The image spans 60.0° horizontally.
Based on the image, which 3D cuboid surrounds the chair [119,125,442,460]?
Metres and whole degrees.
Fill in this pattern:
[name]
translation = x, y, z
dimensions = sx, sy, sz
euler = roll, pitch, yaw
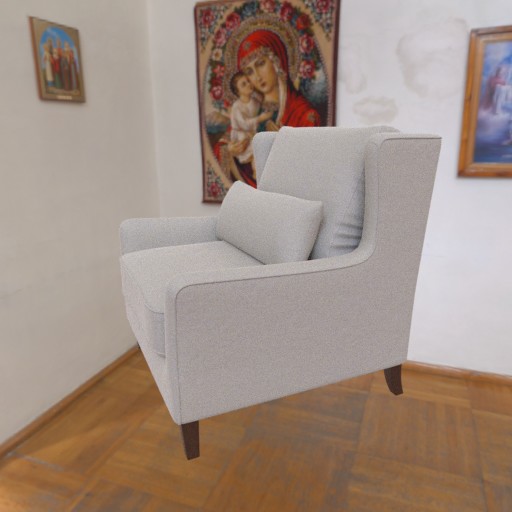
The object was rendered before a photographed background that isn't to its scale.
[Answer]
[chair]
translation = 0.000, 0.000, 1.868
dimensions = 1.040, 1.056, 0.982
euler = -7, 17, -24
